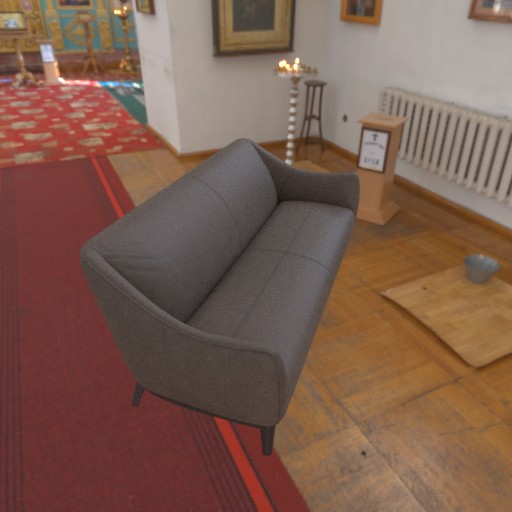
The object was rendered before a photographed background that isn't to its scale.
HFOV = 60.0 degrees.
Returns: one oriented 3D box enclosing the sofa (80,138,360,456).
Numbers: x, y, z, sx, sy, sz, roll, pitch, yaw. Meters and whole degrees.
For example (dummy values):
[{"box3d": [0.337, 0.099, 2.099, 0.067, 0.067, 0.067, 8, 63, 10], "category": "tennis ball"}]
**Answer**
[{"box3d": [0.000, 0.000, 2.444, 0.869, 0.831, 1.928, 10, 31, 17], "category": "sofa"}]
